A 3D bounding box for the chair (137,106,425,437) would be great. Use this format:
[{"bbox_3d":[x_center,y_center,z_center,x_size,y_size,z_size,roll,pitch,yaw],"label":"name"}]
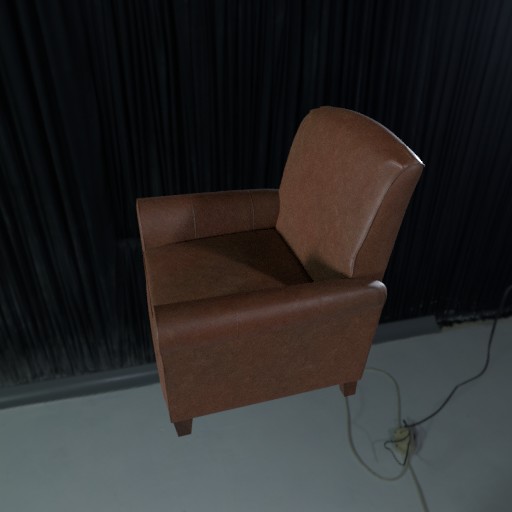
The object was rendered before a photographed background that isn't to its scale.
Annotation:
[{"bbox_3d":[0.000,0.000,1.800,0.902,1.061,0.978,-9,32,-14],"label":"chair"}]
